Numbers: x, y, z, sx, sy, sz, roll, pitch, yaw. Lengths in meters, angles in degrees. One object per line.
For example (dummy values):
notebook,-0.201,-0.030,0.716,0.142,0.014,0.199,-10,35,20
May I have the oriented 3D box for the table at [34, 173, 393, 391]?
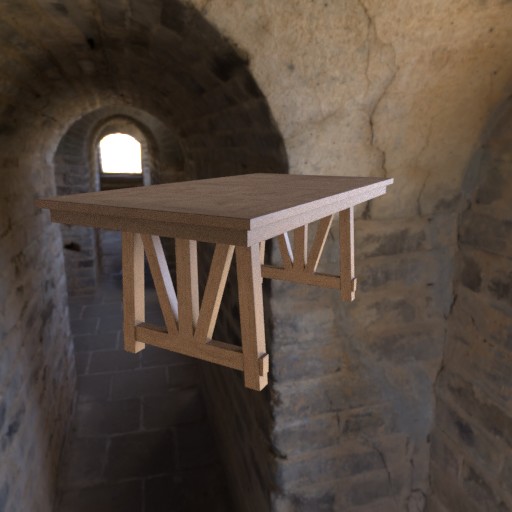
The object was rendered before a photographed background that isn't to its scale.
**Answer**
table,0.000,0.000,2.451,1.016,0.768,1.881,8,16,28
